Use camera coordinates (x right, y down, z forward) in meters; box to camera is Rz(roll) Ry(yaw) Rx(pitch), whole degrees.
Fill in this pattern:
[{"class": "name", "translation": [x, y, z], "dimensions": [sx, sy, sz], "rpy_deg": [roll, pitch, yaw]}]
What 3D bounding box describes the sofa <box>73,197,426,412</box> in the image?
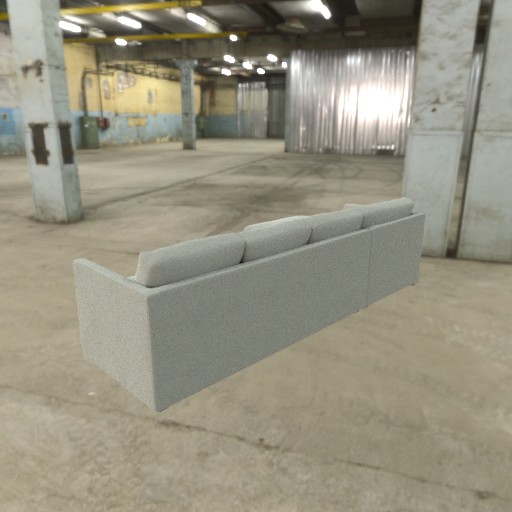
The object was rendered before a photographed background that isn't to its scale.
[{"class": "sofa", "translation": [0.000, 0.000, 3.979], "dimensions": [3.205, 0.922, 1.650], "rpy_deg": [-15, 22, -42]}]
